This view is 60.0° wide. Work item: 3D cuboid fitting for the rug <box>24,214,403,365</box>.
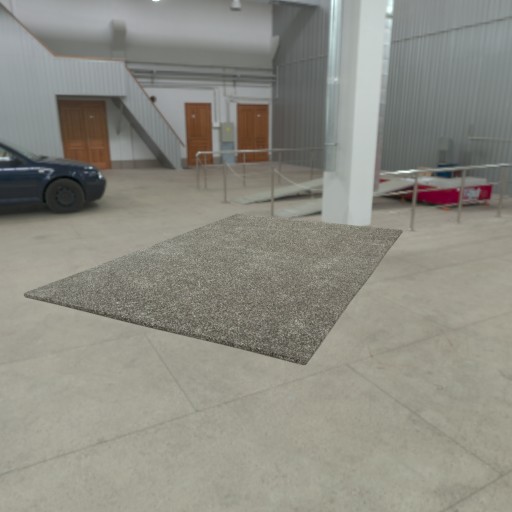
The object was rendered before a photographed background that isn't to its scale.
[{"bbox_3d":[0.000,0.000,3.447,1.802,0.026,2.699,8,19,25],"label":"rug"}]
